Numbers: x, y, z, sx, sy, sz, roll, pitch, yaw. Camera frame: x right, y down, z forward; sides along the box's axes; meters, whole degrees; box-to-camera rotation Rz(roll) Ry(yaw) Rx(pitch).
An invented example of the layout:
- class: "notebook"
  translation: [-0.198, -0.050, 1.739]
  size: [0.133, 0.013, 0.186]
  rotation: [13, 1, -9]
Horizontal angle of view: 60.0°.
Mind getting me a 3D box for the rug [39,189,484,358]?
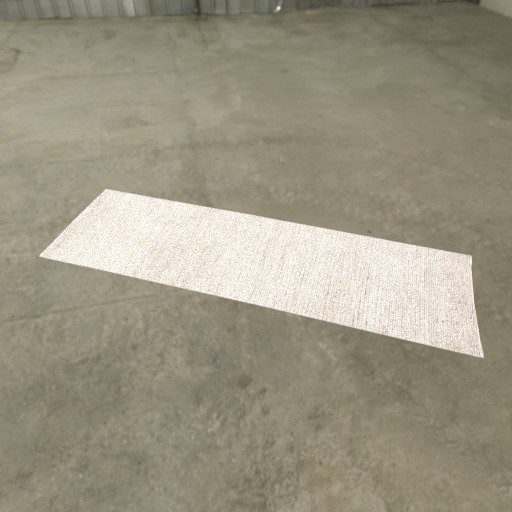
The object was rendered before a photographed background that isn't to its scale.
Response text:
- class: "rug"
  translation: [0.000, 0.000, 2.490]
  size: [2.346, 0.013, 0.712]
  rotation: [12, 43, 13]
